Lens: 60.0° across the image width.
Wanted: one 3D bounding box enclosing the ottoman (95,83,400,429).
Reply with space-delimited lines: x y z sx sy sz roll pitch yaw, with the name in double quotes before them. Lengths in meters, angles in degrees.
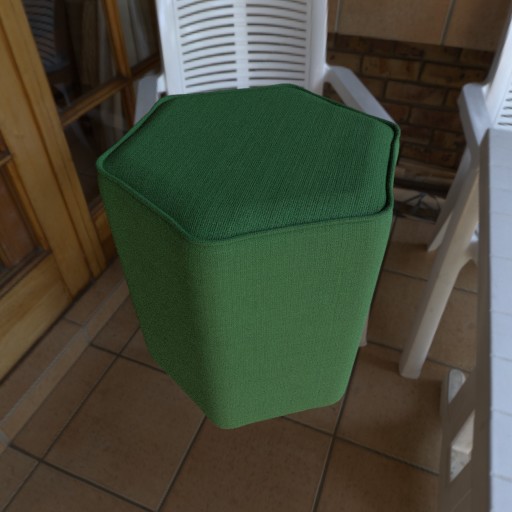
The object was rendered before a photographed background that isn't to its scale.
"ottoman" 0.000 0.000 0.862 0.444 0.507 0.499 11 44 12
